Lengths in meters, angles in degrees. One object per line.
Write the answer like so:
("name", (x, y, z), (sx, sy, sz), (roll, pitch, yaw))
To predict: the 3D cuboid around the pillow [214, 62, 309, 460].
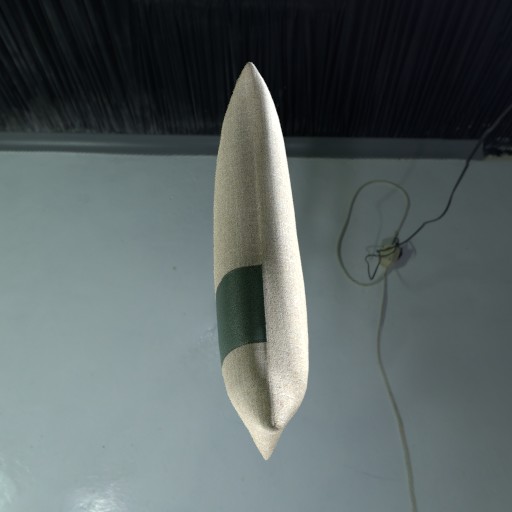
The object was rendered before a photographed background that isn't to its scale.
("pillow", (0.000, 0.000, 1.046), (0.197, 0.429, 0.859), (-2, 59, -1))
